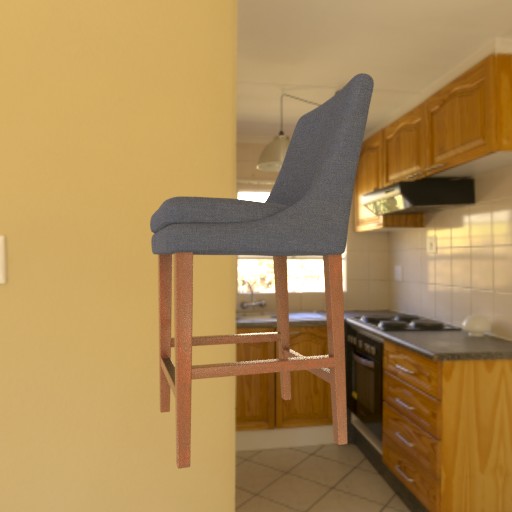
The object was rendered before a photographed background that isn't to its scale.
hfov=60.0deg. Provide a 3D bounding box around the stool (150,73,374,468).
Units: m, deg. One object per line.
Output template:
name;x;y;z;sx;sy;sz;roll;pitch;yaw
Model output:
stool;0.000;0.000;1.297;0.577;0.981;0.470;0;0;-18
